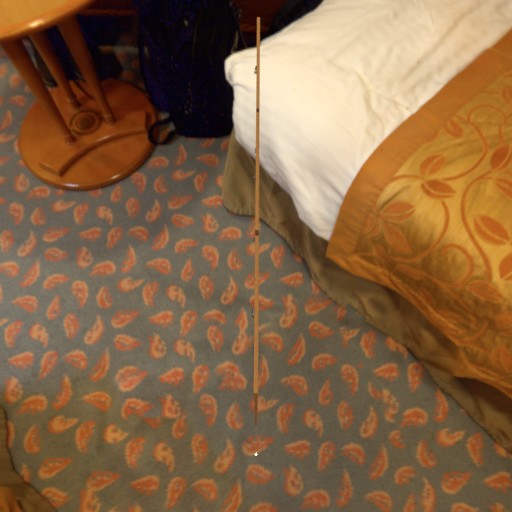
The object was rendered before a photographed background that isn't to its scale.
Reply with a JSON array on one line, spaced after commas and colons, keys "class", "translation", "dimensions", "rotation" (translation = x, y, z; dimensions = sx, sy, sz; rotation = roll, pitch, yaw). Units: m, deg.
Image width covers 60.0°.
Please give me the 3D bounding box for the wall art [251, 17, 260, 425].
[{"class": "wall art", "translation": [0.000, 0.000, 2.253], "dimensions": [0.023, 1.522, 1.526], "rotation": [0, 66, 0]}]
